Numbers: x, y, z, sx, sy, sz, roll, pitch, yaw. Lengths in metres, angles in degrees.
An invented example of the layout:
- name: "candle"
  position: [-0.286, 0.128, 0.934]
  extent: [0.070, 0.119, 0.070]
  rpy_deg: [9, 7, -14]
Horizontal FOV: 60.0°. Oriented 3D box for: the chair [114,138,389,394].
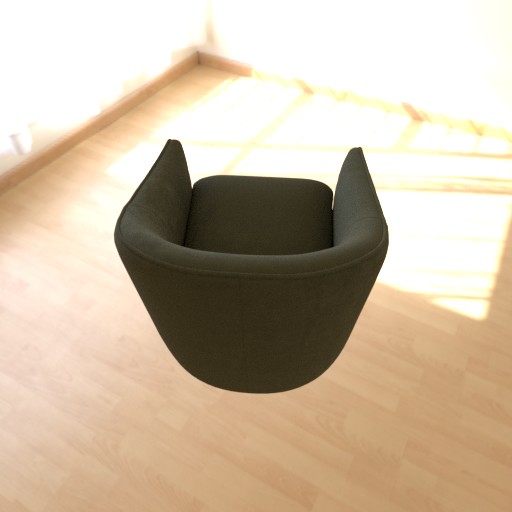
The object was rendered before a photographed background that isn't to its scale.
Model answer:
- name: "chair"
  position: [0.000, 0.000, 1.464]
  extent: [0.747, 0.799, 0.875]
  rpy_deg: [3, 47, 3]
